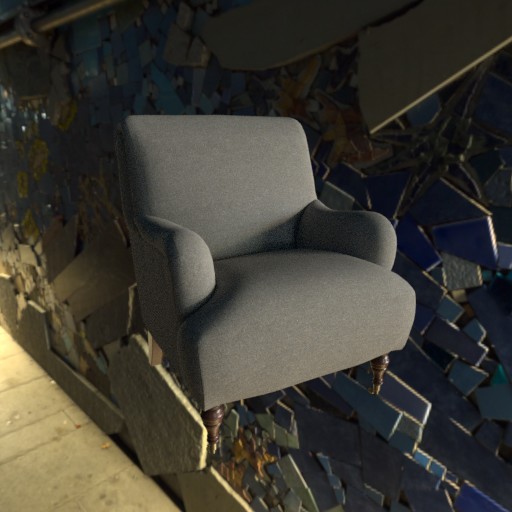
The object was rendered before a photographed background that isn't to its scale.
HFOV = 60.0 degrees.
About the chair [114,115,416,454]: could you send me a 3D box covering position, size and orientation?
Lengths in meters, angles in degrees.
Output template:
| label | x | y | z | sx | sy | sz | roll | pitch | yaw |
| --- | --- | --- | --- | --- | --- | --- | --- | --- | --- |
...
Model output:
| label | x | y | z | sx | sy | sz | roll | pitch | yaw |
| --- | --- | --- | --- | --- | --- | --- | --- | --- | --- |
| chair | 0.000 | 0.000 | 1.532 | 0.766 | 0.942 | 0.843 | -9 | 18 | -27 |
